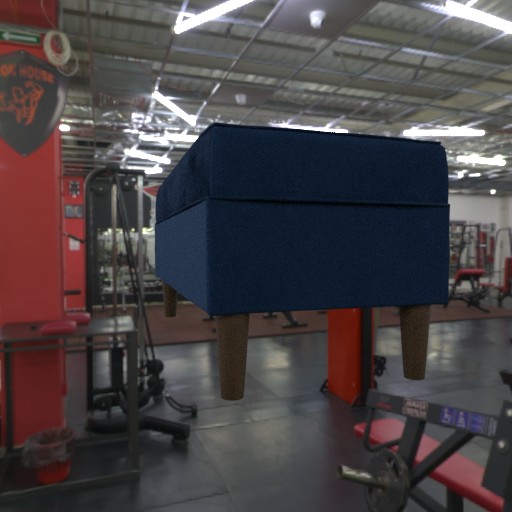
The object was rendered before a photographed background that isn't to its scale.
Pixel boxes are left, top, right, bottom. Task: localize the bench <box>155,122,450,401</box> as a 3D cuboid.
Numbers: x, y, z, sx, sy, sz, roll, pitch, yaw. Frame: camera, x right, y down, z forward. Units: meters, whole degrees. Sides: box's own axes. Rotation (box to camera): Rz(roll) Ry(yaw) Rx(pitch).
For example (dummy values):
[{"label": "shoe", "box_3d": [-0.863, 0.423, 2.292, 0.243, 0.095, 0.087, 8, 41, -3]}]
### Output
[{"label": "bench", "box_3d": [0.000, 0.000, 1.260, 0.489, 0.467, 1.010, 0, 2, -18]}]
